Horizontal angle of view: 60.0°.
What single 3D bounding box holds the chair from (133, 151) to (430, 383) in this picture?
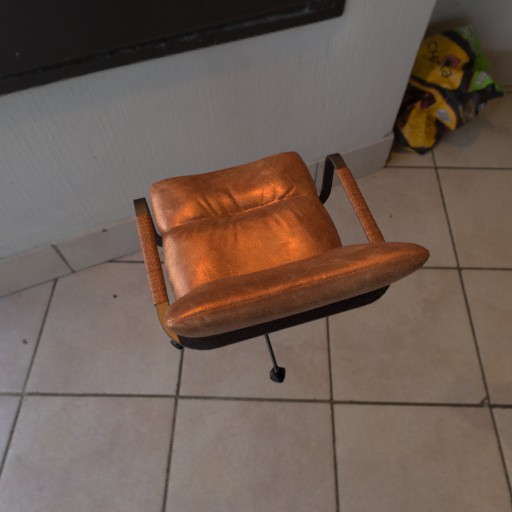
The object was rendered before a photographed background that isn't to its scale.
[{"bbox_3d":[0.000,0.000,1.448,0.727,0.922,0.754,-15,60,-9],"label":"chair"}]
